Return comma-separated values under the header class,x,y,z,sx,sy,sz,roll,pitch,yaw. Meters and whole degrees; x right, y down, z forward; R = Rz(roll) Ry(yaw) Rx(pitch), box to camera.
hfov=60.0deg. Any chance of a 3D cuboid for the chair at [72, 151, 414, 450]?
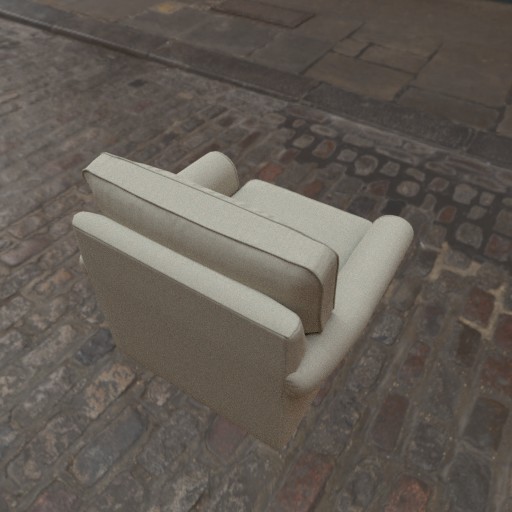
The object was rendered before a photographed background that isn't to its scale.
class,x,y,z,sx,sy,sz,roll,pitch,yaw
chair,0.000,0.000,1.756,1.029,0.967,0.966,24,50,23
